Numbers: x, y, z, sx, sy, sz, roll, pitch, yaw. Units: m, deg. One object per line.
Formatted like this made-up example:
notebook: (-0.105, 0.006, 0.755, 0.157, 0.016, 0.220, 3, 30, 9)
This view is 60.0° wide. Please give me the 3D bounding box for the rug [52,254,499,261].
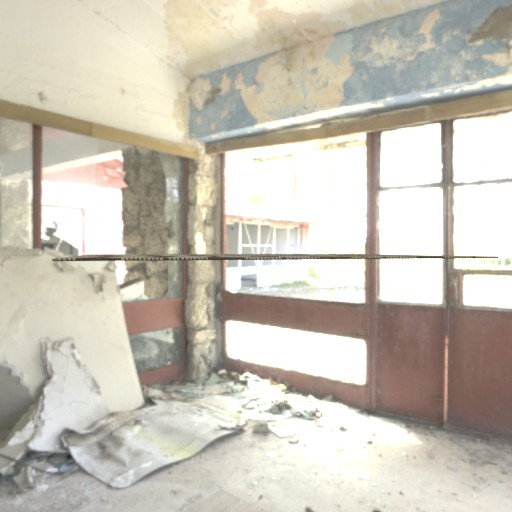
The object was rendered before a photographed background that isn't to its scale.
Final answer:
rug: (0.000, 0.000, 4.005, 3.048, 0.016, 2.438, 0, 1, -17)
